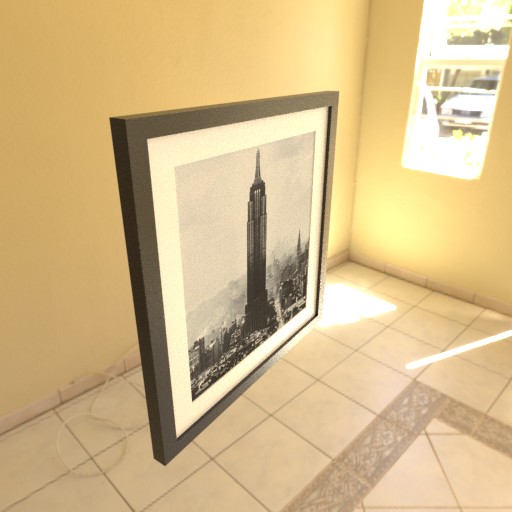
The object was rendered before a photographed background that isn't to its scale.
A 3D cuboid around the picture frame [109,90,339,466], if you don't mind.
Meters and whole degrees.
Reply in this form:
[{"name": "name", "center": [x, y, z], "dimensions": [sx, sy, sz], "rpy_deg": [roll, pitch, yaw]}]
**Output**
[{"name": "picture frame", "center": [0.000, 0.000, 0.839], "dimensions": [0.029, 0.557, 0.559], "rpy_deg": [16, 29, 32]}]
